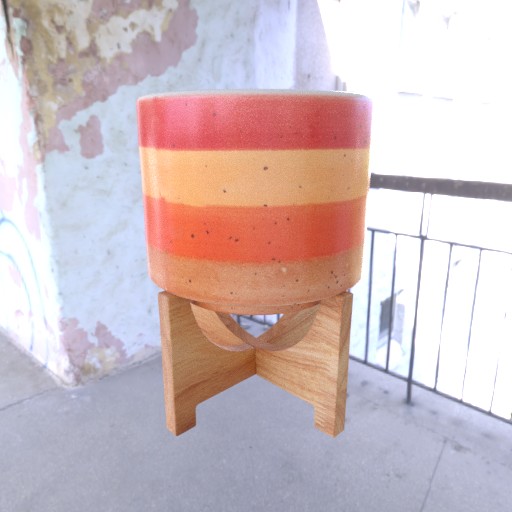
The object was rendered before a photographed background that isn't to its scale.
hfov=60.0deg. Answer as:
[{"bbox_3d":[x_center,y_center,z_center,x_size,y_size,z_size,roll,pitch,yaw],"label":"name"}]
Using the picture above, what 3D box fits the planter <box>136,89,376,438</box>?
[{"bbox_3d":[0.000,0.000,0.400,0.199,0.268,0.199,0,16,0],"label":"planter"}]
